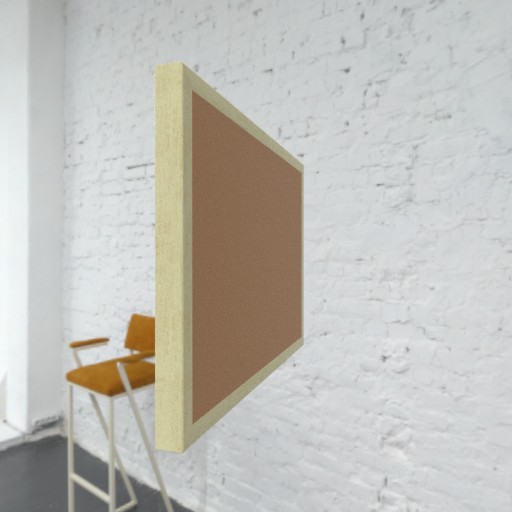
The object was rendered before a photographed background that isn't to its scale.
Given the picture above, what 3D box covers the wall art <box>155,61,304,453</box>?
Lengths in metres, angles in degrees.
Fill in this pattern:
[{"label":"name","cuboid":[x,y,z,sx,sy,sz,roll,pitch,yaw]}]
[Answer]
[{"label":"wall art","cuboid":[0.000,0.000,0.687,0.032,0.381,0.533,0,0,19]}]
